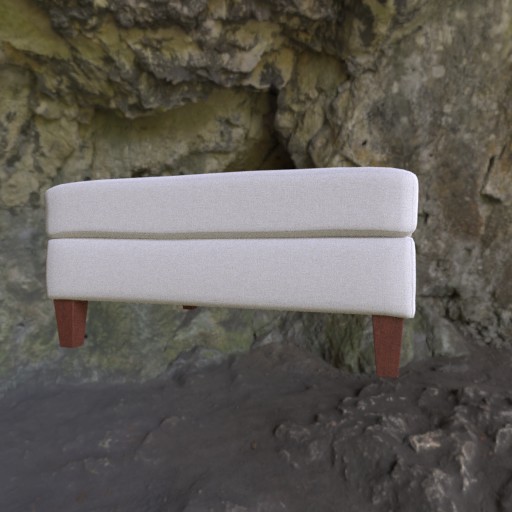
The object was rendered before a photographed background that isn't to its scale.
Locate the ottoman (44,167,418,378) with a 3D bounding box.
[{"bbox_3d":[0.000,0.000,1.448,0.976,0.492,0.836,1,2,18],"label":"ottoman"}]
